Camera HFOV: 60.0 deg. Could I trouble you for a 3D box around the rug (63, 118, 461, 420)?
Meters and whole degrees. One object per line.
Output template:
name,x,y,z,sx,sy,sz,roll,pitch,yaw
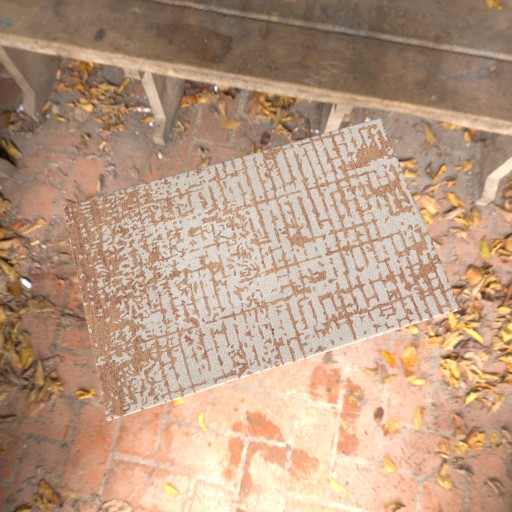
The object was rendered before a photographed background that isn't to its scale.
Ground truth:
rug,0.000,0.000,3.081,2.435,0.011,1.517,-16,76,-4
